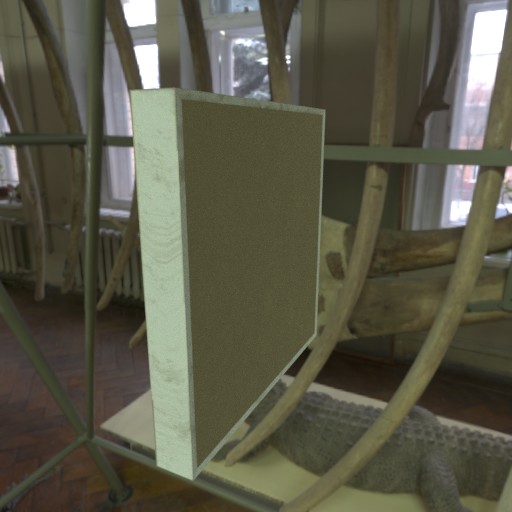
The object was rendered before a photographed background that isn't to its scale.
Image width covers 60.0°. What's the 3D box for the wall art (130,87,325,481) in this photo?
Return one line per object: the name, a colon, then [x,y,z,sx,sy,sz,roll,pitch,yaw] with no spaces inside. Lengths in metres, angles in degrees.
wall art: [0.000,0.000,0.463,0.038,0.303,0.305,8,17,26]
